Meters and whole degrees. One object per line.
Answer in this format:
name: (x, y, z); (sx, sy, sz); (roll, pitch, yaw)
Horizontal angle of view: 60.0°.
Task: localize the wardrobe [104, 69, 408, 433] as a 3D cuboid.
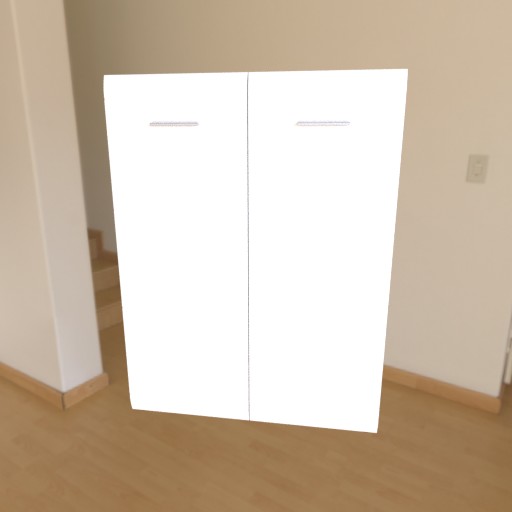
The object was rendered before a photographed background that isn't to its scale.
wardrobe: (0.000, 0.000, 1.600); (0.900, 1.200, 0.360); (2, 16, 9)
